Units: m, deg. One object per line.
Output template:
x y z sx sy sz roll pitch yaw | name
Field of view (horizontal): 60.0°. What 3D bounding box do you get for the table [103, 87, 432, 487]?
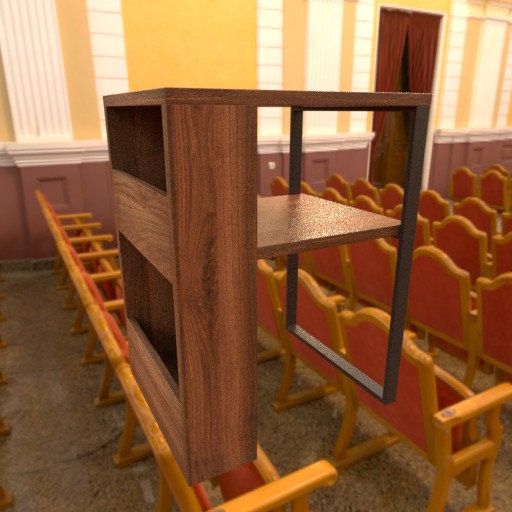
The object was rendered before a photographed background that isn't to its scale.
0.000 0.000 1.522 0.786 1.041 0.660 -10 21 -27 | table
